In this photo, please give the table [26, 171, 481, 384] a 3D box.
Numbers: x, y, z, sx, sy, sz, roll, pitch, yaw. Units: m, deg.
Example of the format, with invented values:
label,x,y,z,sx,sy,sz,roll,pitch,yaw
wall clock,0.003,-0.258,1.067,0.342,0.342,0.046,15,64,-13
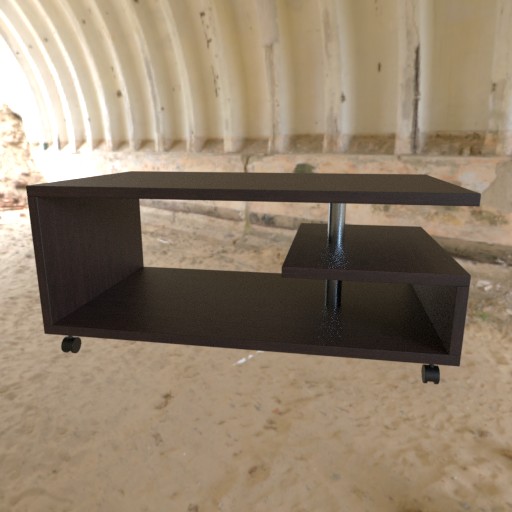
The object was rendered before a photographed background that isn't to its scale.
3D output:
label,x,y,z,sx,sy,sz,roll,pitch,yaw
table,0.000,0.000,1.343,1.050,0.460,0.590,2,14,10
